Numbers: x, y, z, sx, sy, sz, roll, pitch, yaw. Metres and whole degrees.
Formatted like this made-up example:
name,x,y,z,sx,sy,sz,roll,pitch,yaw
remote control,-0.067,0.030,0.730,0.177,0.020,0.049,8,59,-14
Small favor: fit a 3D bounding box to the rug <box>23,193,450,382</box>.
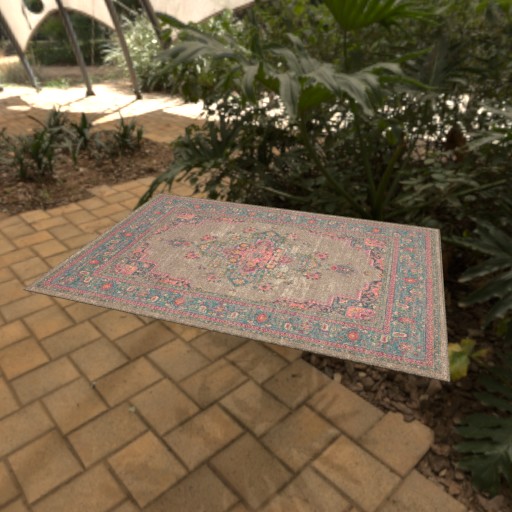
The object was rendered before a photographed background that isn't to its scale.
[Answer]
name,x,y,z,sx,sy,sz,roll,pitch,yaw
rug,0.000,0.000,3.635,2.890,0.013,2.005,9,31,16
